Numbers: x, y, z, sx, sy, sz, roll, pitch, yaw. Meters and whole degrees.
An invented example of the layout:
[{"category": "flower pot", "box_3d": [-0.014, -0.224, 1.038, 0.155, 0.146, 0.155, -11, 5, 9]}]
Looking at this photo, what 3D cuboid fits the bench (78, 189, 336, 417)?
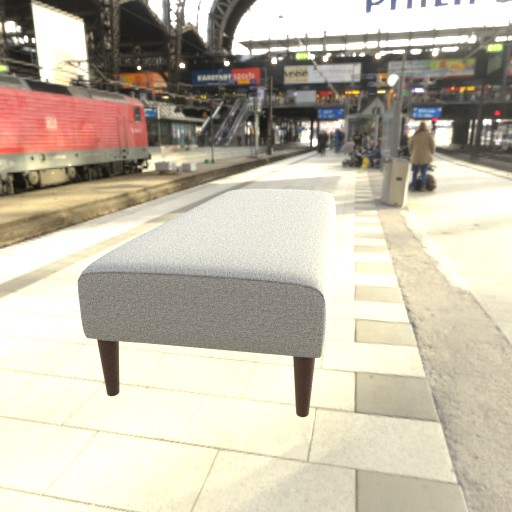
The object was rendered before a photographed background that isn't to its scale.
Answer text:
[{"category": "bench", "box_3d": [0.000, 0.000, 1.806, 0.631, 0.383, 1.598, 3, 16, 10]}]
